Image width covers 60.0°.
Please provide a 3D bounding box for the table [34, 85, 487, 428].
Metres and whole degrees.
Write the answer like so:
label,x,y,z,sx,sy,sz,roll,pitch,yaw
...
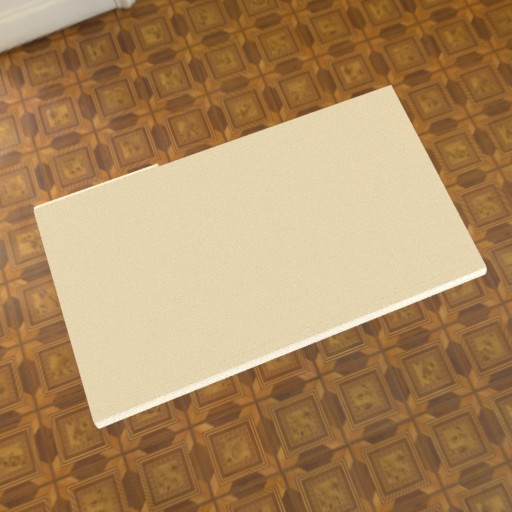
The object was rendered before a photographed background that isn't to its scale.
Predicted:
label,x,y,z,sx,sy,sz,roll,pitch,yaw
table,0.000,0.000,1.426,1.097,0.442,0.639,-21,77,-5
